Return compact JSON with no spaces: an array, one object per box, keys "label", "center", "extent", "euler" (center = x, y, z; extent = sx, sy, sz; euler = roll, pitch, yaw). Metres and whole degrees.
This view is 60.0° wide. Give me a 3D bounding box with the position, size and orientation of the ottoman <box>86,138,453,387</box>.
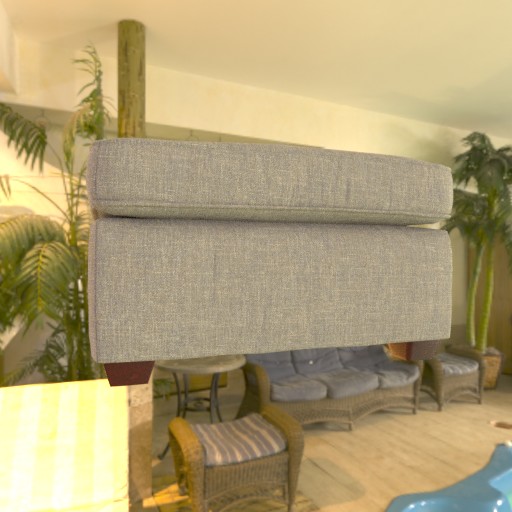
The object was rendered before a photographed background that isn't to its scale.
[{"label":"ottoman","center":[0.000,0.000,1.078],"extent":[0.762,0.457,0.559],"euler":[0,-1,-19]}]
